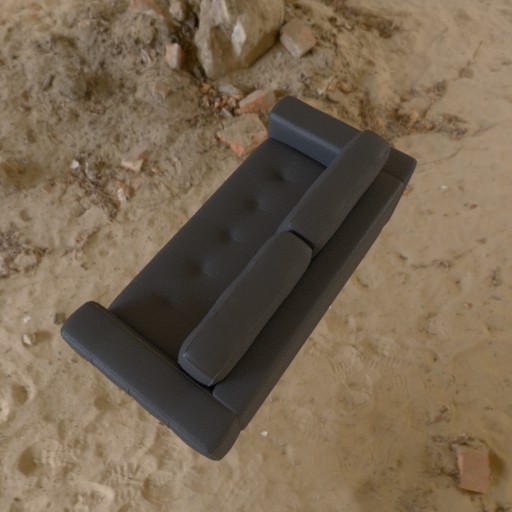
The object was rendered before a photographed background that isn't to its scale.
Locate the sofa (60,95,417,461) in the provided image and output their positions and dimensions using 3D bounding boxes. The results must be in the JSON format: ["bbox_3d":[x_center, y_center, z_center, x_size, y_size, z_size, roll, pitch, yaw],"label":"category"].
[{"bbox_3d":[0.000,0.000,2.200,0.833,0.893,1.726,33,67,16],"label":"sofa"}]
